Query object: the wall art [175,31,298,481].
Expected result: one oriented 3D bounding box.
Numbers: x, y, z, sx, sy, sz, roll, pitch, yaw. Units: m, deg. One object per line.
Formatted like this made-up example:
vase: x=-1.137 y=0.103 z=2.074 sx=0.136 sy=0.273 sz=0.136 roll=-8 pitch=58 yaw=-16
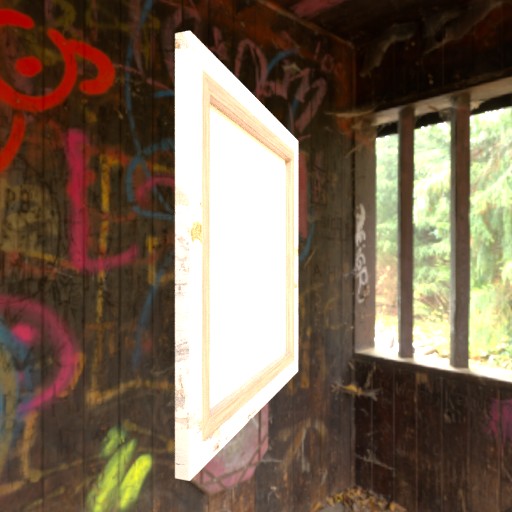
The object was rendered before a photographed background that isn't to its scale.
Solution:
wall art: x=0.000 y=0.000 z=1.486 sx=0.040 sy=1.018 sz=1.015 roll=0 pitch=0 yaw=19
